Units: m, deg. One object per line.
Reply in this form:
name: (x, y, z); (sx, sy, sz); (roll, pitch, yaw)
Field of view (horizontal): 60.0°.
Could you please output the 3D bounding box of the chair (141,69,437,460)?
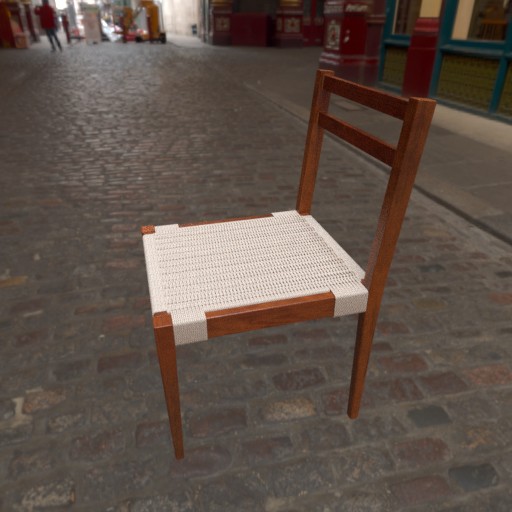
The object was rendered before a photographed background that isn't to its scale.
chair: (0.000, 0.000, 1.175); (0.569, 0.851, 0.495); (-8, 30, -14)
